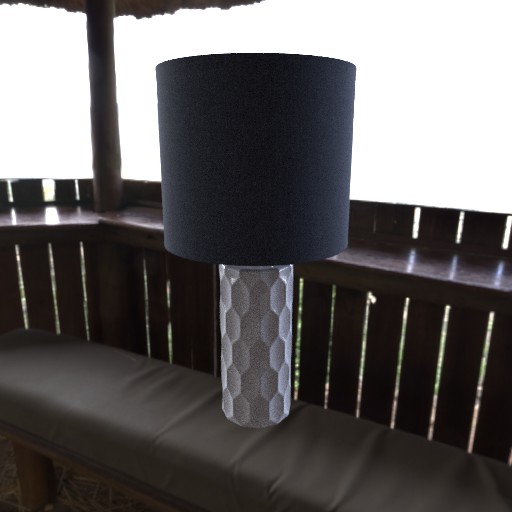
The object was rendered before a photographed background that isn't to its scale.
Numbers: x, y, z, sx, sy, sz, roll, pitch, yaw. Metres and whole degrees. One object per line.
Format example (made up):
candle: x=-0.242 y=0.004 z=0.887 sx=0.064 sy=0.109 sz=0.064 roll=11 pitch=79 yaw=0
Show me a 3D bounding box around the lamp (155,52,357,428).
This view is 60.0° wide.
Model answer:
lamp: x=0.000 y=0.000 z=0.688 sx=0.277 sy=0.537 sz=0.277 roll=2 pitch=15 yaw=9
